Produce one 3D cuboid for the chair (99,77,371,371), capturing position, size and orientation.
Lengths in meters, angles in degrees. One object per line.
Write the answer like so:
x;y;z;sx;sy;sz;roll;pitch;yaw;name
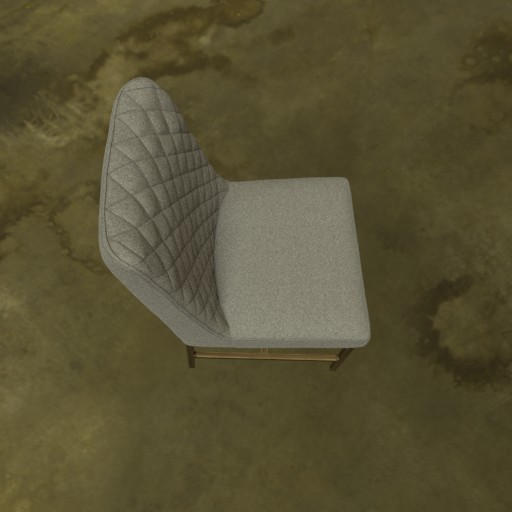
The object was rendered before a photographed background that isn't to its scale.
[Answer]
0.000;0.000;1.237;0.587;0.889;0.508;-1;65;-1;chair
